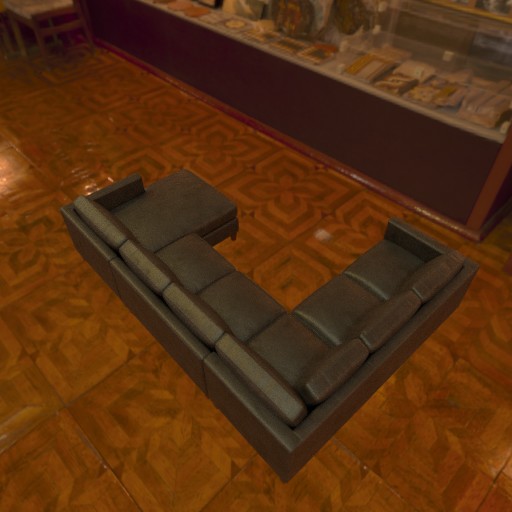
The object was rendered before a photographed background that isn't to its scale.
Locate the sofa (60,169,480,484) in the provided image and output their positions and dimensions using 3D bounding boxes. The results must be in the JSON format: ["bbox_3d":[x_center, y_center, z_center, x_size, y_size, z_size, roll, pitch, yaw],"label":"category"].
[{"bbox_3d":[0.000,0.000,4.470,2.452,0.891,3.324,-33,54,-28],"label":"sofa"}]
